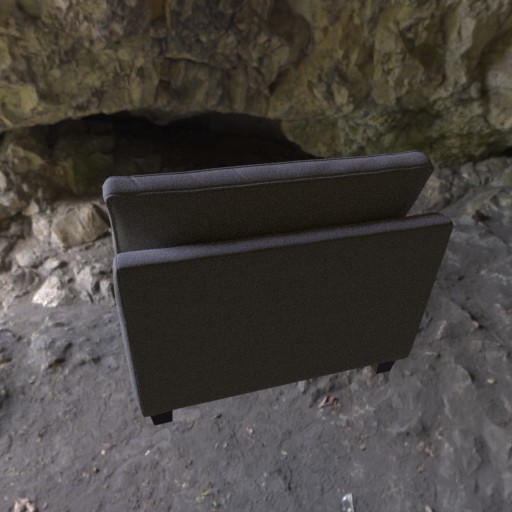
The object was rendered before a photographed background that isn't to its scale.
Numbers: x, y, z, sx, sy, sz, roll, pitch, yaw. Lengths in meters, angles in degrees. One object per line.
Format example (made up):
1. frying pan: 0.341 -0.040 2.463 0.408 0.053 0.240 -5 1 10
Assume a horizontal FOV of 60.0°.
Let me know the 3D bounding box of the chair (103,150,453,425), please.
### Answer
1. chair: 0.000 0.000 2.016 1.220 1.016 1.040 -8 29 -15
